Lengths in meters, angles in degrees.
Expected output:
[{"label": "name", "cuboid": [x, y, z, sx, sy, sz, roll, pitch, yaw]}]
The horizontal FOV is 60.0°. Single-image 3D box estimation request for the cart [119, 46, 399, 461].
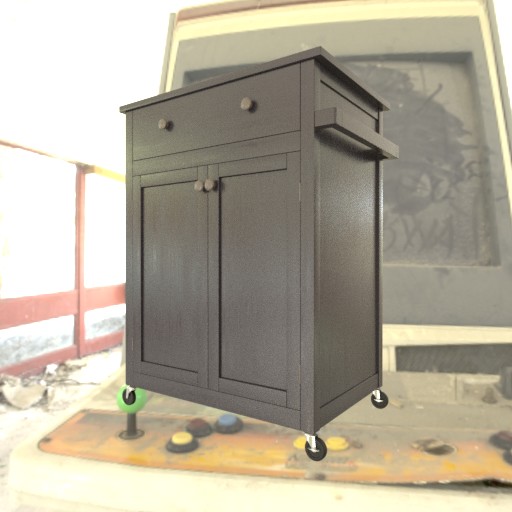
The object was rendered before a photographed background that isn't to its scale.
[{"label": "cart", "cuboid": [0.000, 0.000, 1.280, 0.690, 0.878, 0.449, 0, 0, 35]}]
